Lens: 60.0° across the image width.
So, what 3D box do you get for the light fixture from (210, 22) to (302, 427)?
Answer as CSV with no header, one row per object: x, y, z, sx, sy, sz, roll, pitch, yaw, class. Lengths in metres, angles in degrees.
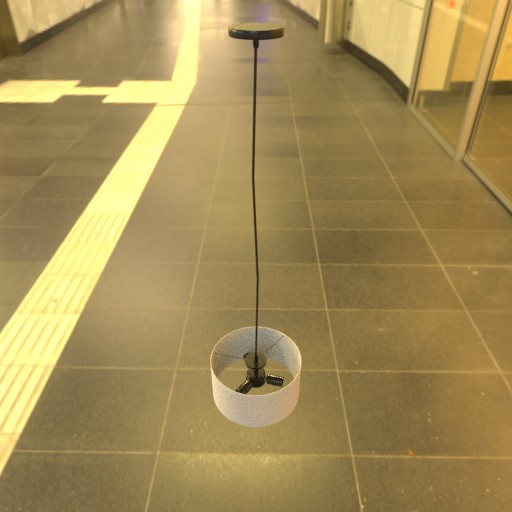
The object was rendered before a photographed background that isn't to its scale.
0.000,0.000,1.635,0.399,1.516,0.399,0,35,0,light fixture
